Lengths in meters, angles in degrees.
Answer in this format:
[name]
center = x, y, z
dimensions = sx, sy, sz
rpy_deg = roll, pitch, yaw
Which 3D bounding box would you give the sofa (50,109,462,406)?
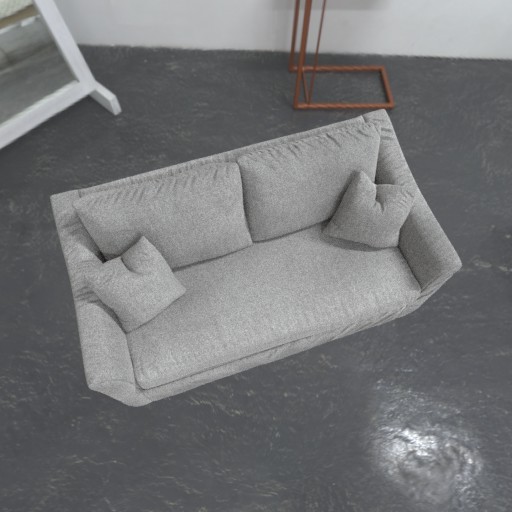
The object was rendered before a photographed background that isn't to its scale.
[sofa]
center = 0.000, 0.000, 2.605
dimensions = 2.010, 1.018, 1.072
rpy_deg = -17, 64, -9
